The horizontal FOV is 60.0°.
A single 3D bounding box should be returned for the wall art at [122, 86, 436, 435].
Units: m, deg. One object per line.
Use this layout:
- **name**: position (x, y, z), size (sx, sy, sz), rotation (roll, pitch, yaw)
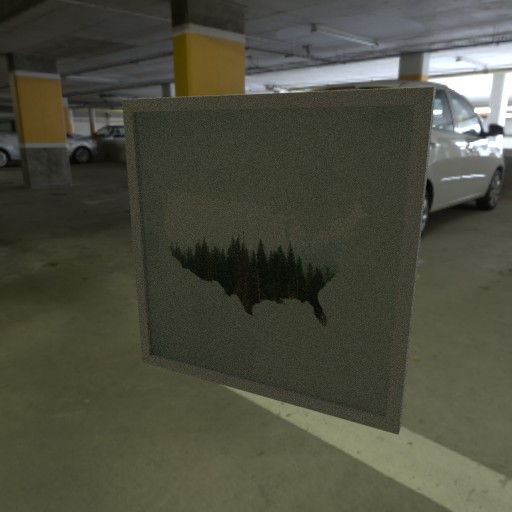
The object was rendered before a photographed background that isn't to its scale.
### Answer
- **wall art**: position (0.000, 0.000, 1.110), size (0.762, 0.762, 0.038), rotation (8, 17, 25)
